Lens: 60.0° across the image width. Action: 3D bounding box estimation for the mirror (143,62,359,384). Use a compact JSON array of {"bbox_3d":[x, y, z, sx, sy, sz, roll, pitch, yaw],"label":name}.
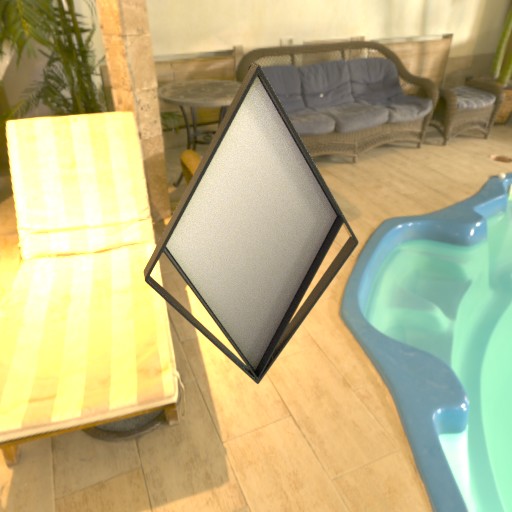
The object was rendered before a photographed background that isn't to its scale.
[{"bbox_3d":[0.000,0.000,0.841,0.419,0.679,0.032,-10,34,-15],"label":"mirror"}]
